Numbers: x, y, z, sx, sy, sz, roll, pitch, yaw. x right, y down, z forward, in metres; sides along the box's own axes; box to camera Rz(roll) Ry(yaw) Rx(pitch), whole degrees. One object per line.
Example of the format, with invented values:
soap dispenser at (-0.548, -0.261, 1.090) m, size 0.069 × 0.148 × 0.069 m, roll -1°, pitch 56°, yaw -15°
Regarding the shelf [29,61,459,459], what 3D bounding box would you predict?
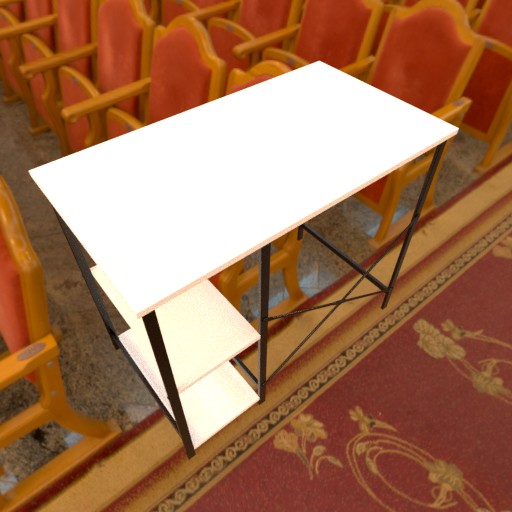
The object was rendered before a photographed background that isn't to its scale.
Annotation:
shelf at (0.000, 0.000, 1.323) m, size 0.902 × 0.750 × 0.498 m, roll -30°, pitch 54°, yaw -25°
